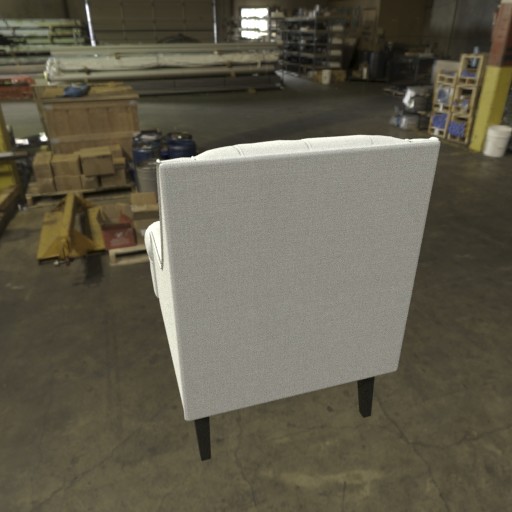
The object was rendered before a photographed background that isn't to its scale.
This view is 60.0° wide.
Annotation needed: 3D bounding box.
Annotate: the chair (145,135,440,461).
[{"bbox_3d":[0.000,0.000,1.429,0.658,0.891,0.772,-8,29,-16],"label":"chair"}]
